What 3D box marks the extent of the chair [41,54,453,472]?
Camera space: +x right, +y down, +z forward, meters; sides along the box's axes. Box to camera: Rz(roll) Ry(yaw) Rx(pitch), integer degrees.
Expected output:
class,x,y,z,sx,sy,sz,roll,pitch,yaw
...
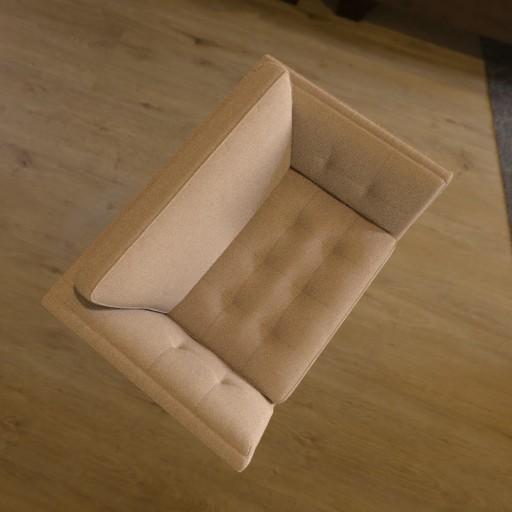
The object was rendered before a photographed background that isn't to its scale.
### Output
class,x,y,z,sx,sy,sz,roll,pitch,yaw
chair,0.000,0.000,1.994,0.965,0.940,1.397,37,77,10
